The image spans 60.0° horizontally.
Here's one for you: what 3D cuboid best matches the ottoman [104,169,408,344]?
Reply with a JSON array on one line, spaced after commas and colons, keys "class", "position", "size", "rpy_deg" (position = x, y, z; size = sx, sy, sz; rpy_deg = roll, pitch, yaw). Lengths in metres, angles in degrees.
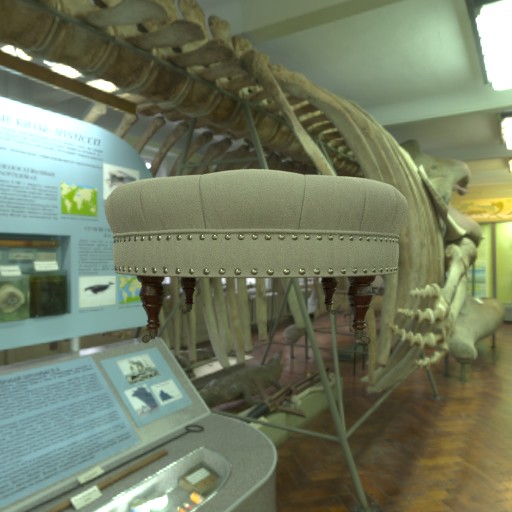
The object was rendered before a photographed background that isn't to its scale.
[{"class": "ottoman", "position": [0.000, 0.000, 1.389], "size": [0.901, 0.439, 0.901], "rpy_deg": [0, 0, 0]}]
